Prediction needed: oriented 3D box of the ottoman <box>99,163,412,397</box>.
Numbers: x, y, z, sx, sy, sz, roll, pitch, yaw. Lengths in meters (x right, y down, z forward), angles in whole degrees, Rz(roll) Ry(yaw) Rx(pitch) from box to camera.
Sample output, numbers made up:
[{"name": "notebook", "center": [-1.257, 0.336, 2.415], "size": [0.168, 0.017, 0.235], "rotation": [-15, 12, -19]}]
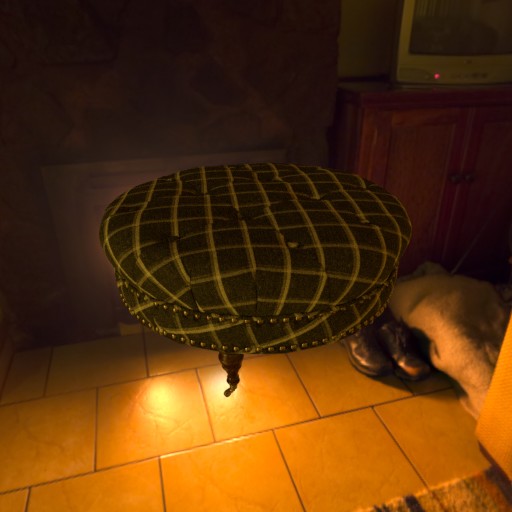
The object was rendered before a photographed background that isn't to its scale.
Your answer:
[{"name": "ottoman", "center": [0.000, 0.000, 1.398], "size": [0.901, 0.439, 0.901], "rotation": [0, 27, 0]}]
